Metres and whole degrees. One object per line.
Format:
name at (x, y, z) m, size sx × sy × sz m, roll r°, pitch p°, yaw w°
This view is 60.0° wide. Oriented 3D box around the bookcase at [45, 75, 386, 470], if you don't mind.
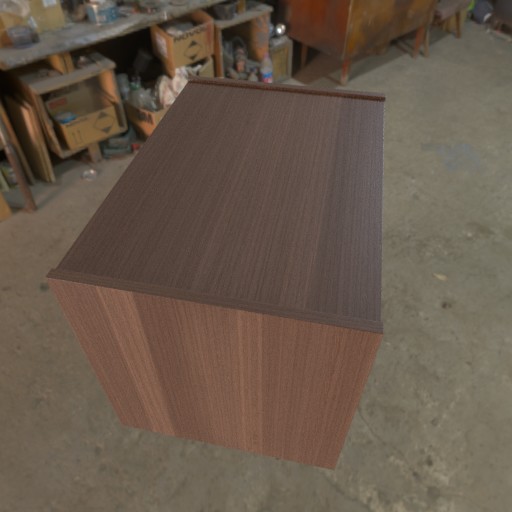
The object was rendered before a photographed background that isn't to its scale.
bookcase at (0.000, 0.000, 0.617) m, size 0.290 × 0.305 × 0.415 m, roll 9°, pitch 47°, yaw 8°
